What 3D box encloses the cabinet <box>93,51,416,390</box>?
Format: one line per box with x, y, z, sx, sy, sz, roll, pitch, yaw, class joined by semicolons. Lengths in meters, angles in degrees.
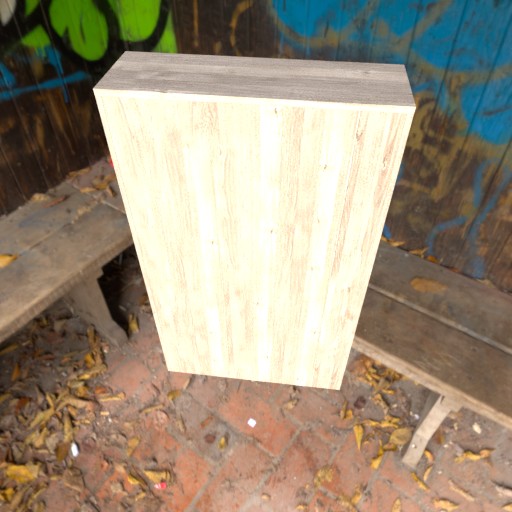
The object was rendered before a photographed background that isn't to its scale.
0.000;0.000;1.560;0.750;1.280;0.250;5;45;5;cabinet
